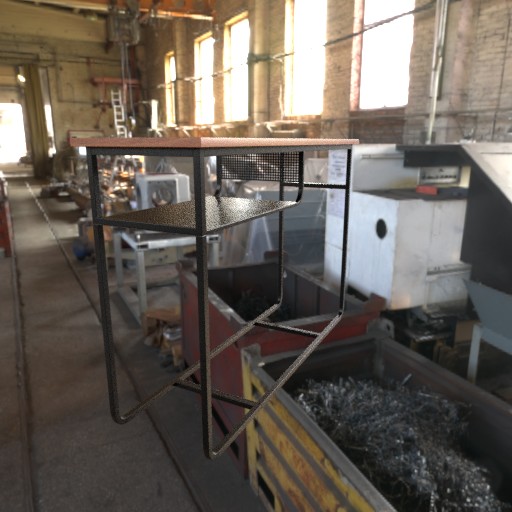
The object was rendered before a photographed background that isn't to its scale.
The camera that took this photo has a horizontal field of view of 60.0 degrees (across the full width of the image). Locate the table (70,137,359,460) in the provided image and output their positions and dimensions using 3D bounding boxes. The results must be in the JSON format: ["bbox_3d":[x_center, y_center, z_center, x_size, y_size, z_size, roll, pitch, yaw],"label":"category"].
[{"bbox_3d":[0.000,0.000,1.467,0.350,0.750,1.100,8,16,27],"label":"table"}]
